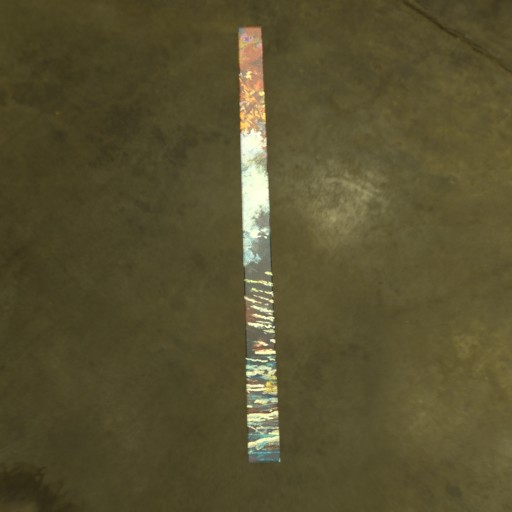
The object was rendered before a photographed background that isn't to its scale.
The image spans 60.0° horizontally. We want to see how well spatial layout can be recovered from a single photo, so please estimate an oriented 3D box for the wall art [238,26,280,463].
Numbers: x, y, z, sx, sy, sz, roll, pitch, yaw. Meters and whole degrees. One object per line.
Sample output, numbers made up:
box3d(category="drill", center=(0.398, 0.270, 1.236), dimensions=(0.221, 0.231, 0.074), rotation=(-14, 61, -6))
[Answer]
box3d(category="wall art", center=(0.000, 0.000, 0.785), dimensions=(0.037, 0.406, 0.610), rotation=(-2, 74, -1))
